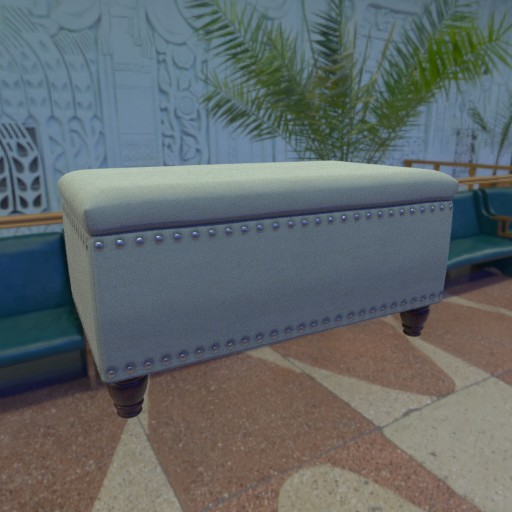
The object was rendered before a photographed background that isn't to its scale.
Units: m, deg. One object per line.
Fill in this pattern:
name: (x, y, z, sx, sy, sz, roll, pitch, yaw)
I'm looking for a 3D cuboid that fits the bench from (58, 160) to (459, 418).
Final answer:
bench: (0.000, 0.000, 1.166, 0.887, 0.449, 0.500, -8, 18, -26)
